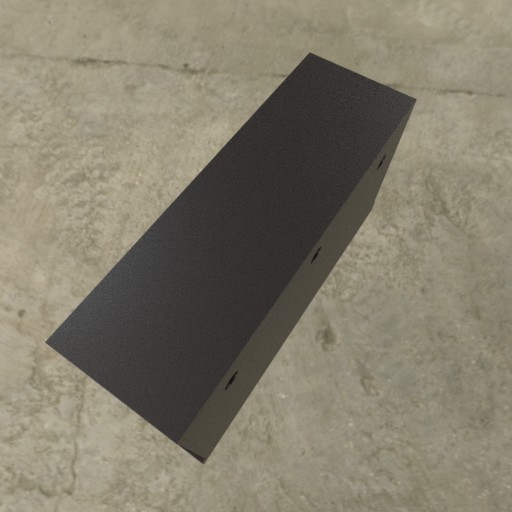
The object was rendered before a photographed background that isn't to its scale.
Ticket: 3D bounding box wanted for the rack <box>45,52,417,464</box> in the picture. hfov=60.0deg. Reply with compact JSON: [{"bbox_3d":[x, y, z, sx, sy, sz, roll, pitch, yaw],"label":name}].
[{"bbox_3d":[0.000,0.000,1.466,0.399,0.635,1.206,31,67,15],"label":"rack"}]
